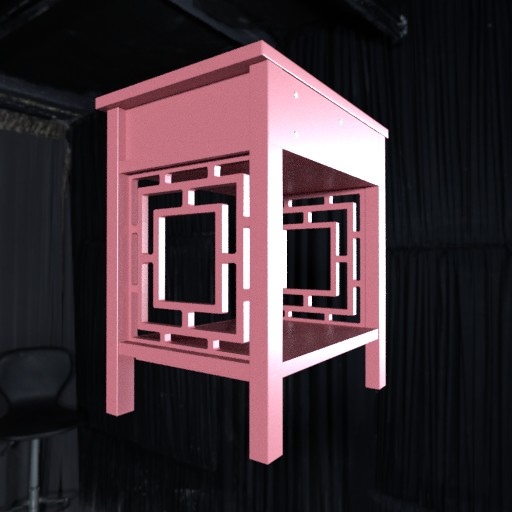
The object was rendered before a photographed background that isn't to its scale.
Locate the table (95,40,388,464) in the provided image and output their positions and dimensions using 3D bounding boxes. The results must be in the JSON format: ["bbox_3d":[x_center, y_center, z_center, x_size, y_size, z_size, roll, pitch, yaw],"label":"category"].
[{"bbox_3d":[0.000,0.000,1.081,0.451,0.686,0.599,0,-1,35],"label":"table"}]
